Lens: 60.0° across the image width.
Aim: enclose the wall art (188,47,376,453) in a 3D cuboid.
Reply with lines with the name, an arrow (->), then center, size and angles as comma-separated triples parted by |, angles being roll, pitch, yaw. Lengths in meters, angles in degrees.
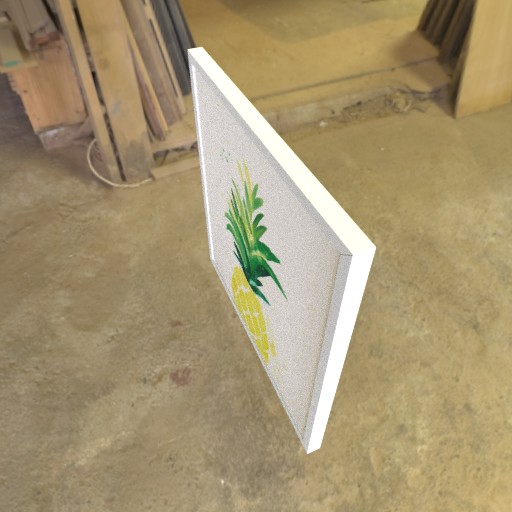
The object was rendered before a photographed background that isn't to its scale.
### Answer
wall art -> 0.000, 0.000, 1.136 | 0.038, 0.761, 0.763 | -18, 49, -16
